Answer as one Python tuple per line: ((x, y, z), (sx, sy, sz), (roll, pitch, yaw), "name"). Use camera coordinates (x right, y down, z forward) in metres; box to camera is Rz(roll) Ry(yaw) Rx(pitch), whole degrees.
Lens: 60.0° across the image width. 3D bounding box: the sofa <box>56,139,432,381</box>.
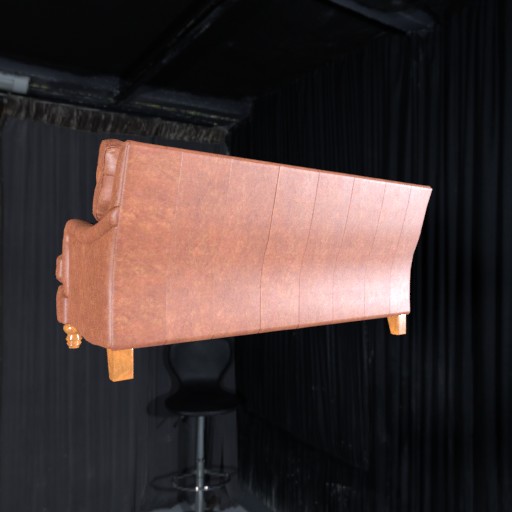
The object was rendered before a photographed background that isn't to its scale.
((0.000, 0.000, 2.768), (2.144, 1.071, 1.147), (0, 0, -35), "sofa")
